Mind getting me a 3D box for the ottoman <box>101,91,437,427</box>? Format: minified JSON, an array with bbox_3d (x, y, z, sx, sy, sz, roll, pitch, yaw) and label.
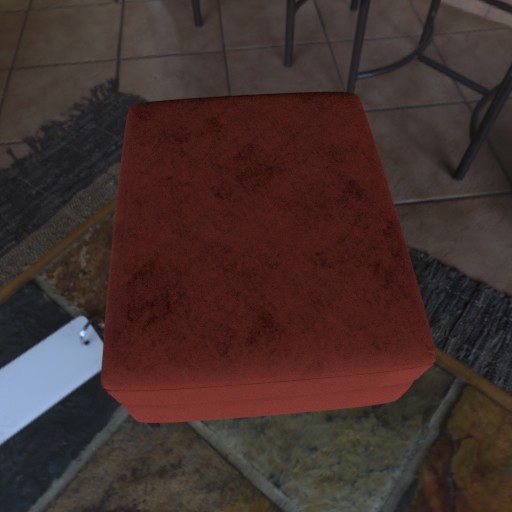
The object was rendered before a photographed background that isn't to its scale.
[{"bbox_3d":[0.000,0.000,1.172,0.650,0.462,0.782,-4,59,-2],"label":"ottoman"}]
